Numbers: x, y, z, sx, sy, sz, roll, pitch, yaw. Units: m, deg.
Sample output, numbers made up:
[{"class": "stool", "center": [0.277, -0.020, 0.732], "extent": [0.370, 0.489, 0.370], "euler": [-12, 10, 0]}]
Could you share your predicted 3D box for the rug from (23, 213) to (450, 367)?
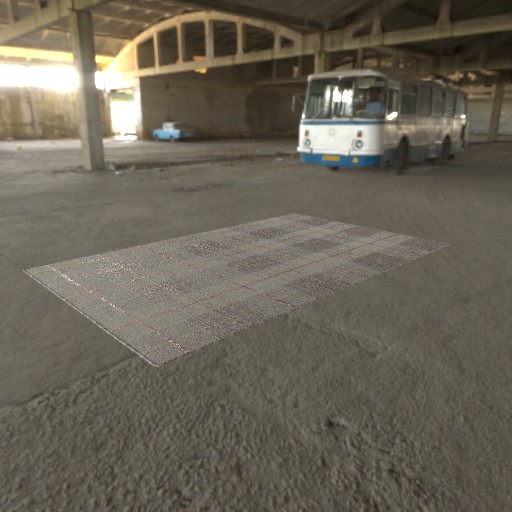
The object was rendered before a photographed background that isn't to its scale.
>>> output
[{"class": "rug", "center": [0.000, 0.000, 2.971], "extent": [2.464, 0.010, 1.549], "euler": [-16, 23, -41]}]
